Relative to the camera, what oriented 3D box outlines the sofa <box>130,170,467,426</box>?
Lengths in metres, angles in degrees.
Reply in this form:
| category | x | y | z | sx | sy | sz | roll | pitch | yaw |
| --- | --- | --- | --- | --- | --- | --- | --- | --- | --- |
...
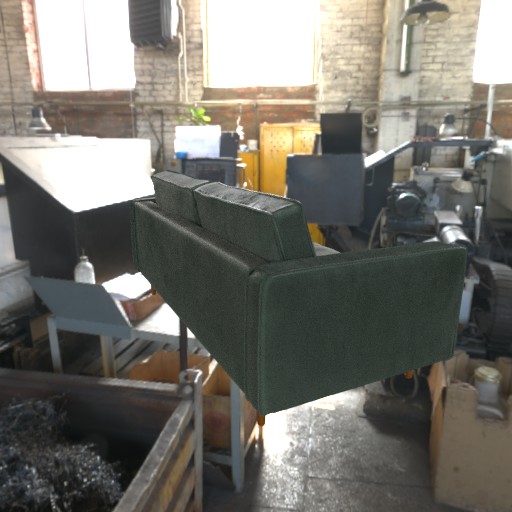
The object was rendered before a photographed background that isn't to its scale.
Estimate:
| category | x | y | z | sx | sy | sz | roll | pitch | yaw |
| --- | --- | --- | --- | --- | --- | --- | --- | --- | --- |
| sofa | 0.000 | 0.000 | 2.249 | 0.886 | 0.781 | 1.816 | -8 | 17 | -26 |
